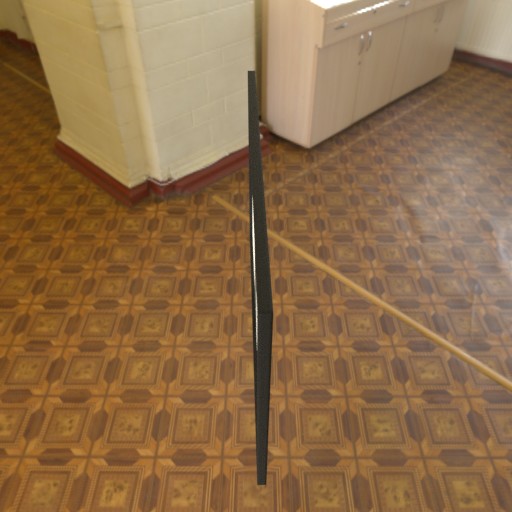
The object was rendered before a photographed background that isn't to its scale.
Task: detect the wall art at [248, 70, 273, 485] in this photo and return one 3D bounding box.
[{"bbox_3d":[0.000,0.000,1.231,0.049,0.659,0.964,0,43,0],"label":"wall art"}]
